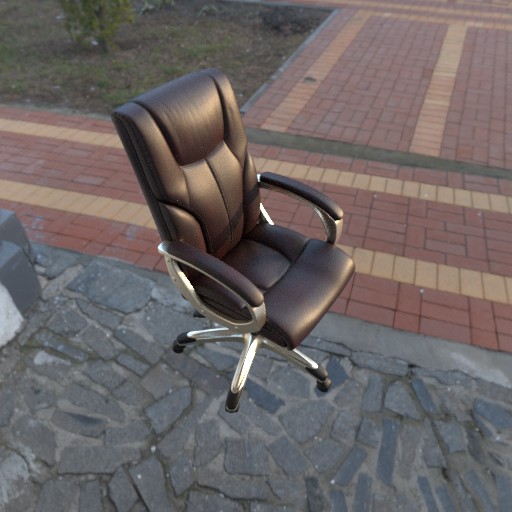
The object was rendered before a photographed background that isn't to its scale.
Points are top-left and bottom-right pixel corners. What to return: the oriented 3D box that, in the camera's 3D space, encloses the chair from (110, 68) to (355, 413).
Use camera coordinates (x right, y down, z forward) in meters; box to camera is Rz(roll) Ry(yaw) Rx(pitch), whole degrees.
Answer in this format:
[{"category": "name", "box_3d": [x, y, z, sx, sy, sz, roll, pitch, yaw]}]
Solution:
[{"category": "chair", "box_3d": [0.000, 0.000, 1.614, 0.739, 1.107, 0.662, 25, 48, 25]}]
